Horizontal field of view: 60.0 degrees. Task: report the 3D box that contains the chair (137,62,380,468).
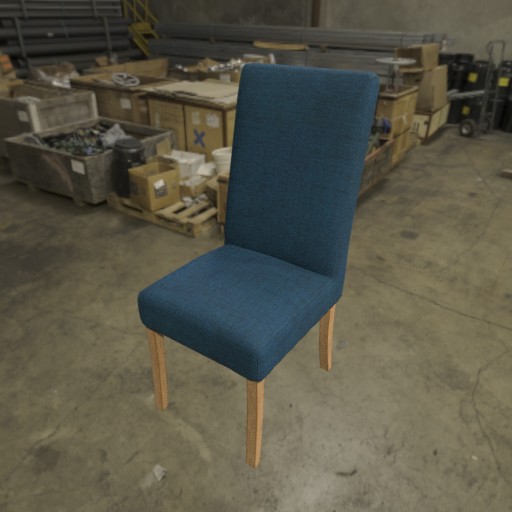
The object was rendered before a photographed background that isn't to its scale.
[{"bbox_3d":[0.000,0.000,1.368,0.450,1.029,0.610,19,35,29],"label":"chair"}]
